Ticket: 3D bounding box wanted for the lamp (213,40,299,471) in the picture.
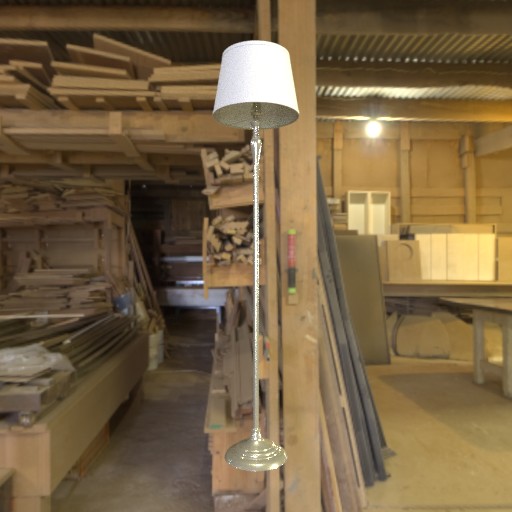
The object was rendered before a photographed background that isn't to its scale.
[{"bbox_3d":[0.000,0.000,1.672,0.327,1.506,0.327,0,0,0],"label":"lamp"}]
